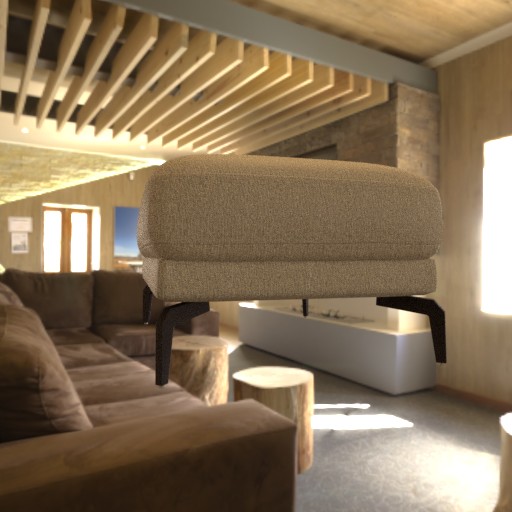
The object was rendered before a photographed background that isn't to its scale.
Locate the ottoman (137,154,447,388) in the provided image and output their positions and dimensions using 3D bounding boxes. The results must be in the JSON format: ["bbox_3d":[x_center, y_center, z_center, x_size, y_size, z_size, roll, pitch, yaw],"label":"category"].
[{"bbox_3d":[0.000,0.000,1.109,0.568,0.420,0.772,0,0,-16],"label":"ottoman"}]
